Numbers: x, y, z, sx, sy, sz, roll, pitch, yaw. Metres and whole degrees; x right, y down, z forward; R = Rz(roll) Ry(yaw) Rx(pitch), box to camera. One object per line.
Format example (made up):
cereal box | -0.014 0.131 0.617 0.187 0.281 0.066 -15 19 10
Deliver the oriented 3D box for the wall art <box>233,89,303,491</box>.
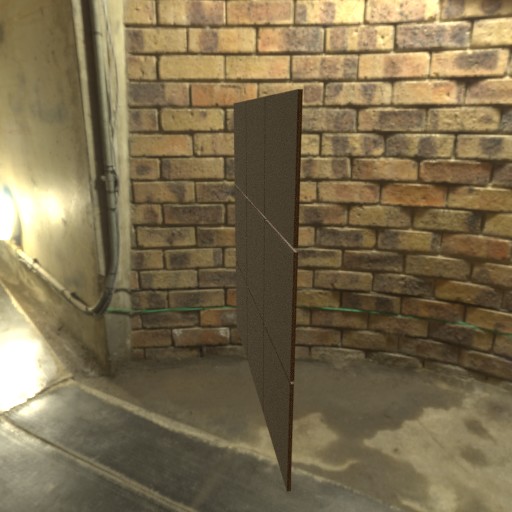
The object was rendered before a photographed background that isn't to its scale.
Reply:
wall art | 0.000 0.000 1.371 0.010 0.917 0.919 -3 18 -10
